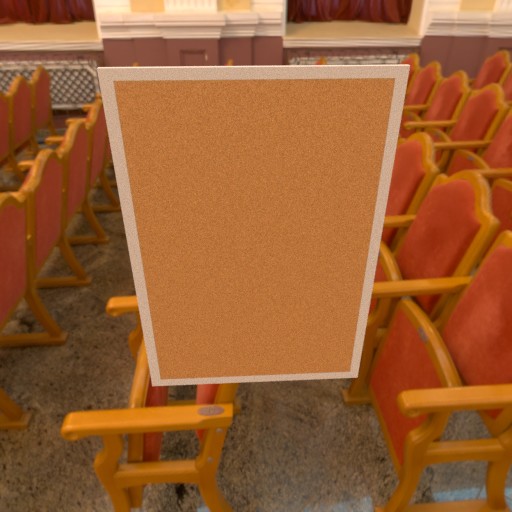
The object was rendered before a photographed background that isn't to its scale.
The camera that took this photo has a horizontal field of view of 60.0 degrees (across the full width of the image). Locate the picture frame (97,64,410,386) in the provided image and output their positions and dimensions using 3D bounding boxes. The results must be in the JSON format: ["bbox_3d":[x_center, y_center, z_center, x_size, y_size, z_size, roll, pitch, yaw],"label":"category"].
[{"bbox_3d":[0.000,0.000,1.182,0.659,0.940,0.013,-2,32,-3],"label":"picture frame"}]
